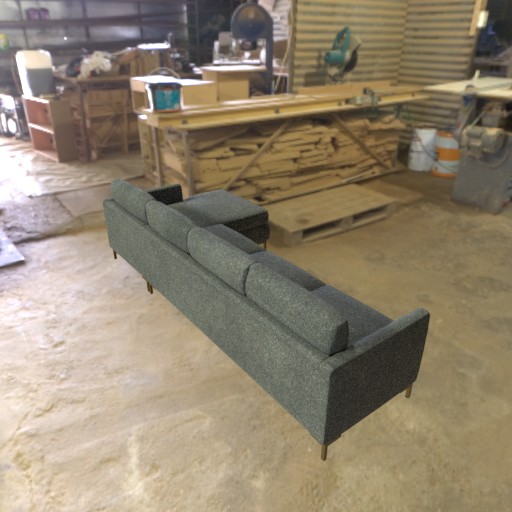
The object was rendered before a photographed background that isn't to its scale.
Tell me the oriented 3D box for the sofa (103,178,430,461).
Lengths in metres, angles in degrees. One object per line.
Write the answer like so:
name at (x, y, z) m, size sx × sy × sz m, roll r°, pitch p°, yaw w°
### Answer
sofa at (0.000, 0.000, 3.461) m, size 1.350 × 0.810 × 2.932 m, roll -19°, pitch 33°, yaw -33°
